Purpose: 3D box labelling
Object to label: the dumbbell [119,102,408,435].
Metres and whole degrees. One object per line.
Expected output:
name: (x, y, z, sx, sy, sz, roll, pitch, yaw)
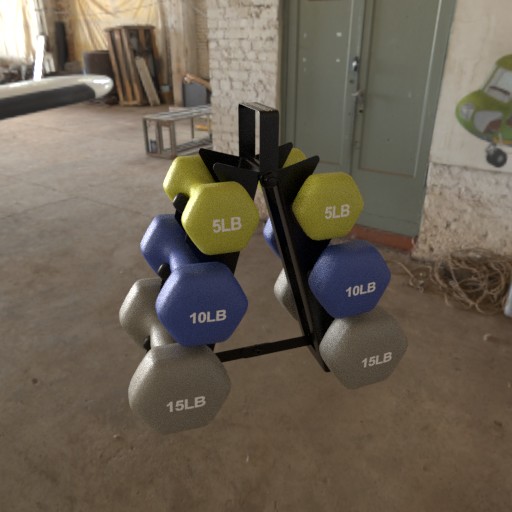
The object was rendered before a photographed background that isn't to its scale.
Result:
dumbbell: (0.000, 0.000, 0.660, 0.416, 0.426, 0.261, -8, 27, -16)
